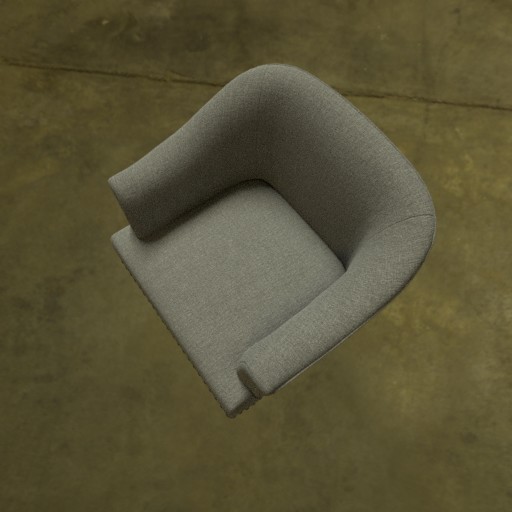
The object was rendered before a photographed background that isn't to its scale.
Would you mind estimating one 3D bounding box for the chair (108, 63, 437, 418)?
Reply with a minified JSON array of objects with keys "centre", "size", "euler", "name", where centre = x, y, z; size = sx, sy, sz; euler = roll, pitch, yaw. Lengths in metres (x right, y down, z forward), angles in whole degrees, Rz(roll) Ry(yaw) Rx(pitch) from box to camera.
[{"centre":[0.000,0.000,1.419],"size":[0.704,0.815,0.798],"euler":[-34,69,-15],"name":"chair"}]
